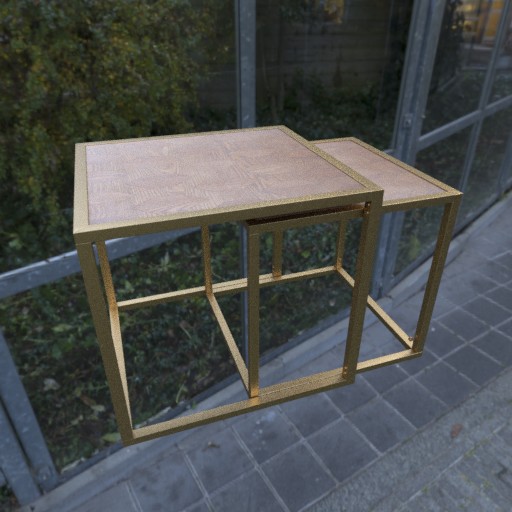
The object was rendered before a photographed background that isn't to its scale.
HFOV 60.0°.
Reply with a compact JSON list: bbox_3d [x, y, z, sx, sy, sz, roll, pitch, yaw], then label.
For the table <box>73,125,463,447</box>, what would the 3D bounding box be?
[{"bbox_3d":[0.000,0.000,1.110,0.762,0.505,0.505,-10,32,-16],"label":"table"}]
